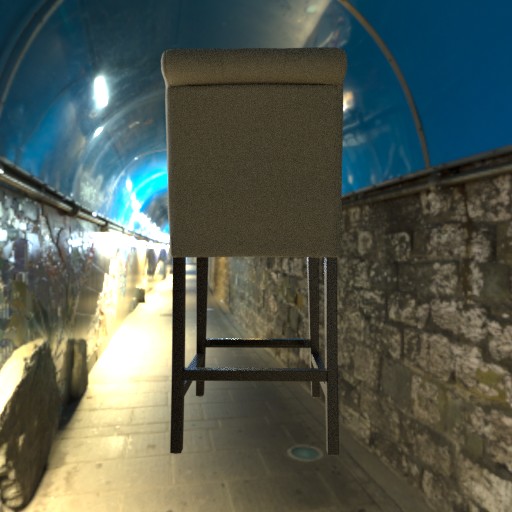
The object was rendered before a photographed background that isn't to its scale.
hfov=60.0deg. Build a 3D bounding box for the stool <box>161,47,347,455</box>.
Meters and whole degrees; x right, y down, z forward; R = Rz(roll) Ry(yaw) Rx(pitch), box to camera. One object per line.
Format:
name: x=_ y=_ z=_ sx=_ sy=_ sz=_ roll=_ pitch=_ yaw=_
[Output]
stool: x=0.000 y=0.000 z=1.366 sx=0.493 sy=1.040 sz=0.601 roll=0 pitch=0 yaw=1
